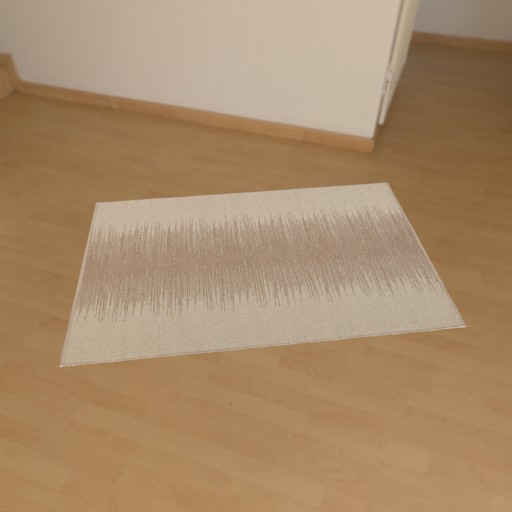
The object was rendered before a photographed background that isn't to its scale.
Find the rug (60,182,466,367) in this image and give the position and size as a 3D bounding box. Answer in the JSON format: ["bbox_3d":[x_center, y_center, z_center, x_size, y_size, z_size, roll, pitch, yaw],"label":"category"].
[{"bbox_3d":[0.000,0.000,3.164,2.440,0.012,1.522,-5,45,-5],"label":"rug"}]
